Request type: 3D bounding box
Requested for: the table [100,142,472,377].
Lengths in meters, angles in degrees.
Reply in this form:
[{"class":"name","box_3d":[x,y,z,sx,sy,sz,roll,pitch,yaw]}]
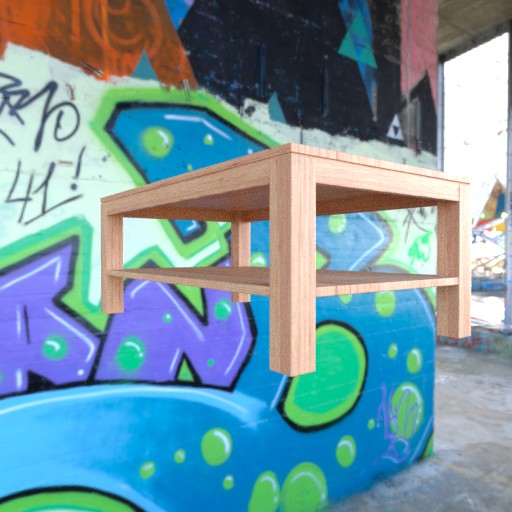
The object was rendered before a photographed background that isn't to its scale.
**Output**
[{"class":"table","box_3d":[0.000,0.000,1.527,0.695,0.457,1.146,-1,1,-37]}]
